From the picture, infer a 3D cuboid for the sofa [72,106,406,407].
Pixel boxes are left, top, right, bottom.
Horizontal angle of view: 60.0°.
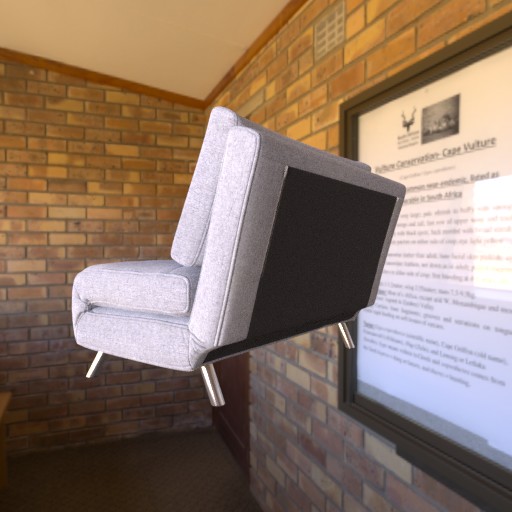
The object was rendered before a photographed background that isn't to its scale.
[{"bbox_3d":[0.000,0.000,1.901,0.910,0.910,1.220,1,1,36],"label":"sofa"}]
